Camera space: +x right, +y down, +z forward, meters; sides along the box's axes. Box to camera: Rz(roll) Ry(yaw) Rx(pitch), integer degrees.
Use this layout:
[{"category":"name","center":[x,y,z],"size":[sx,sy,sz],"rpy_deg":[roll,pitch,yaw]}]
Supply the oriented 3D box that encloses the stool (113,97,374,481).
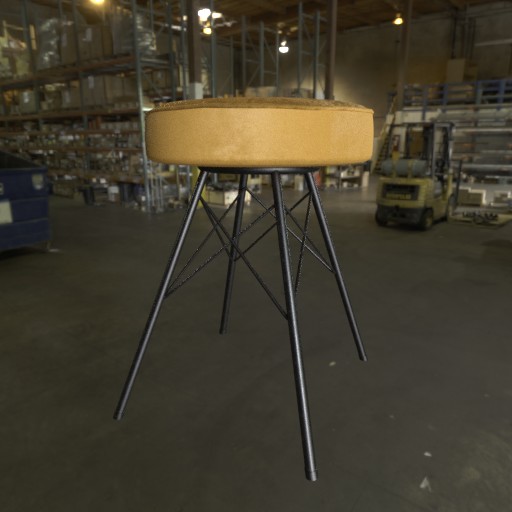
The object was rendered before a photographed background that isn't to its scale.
[{"category":"stool","center":[0.000,0.000,0.915],"size":[0.438,0.595,0.472],"rpy_deg":[7,16,25]}]
